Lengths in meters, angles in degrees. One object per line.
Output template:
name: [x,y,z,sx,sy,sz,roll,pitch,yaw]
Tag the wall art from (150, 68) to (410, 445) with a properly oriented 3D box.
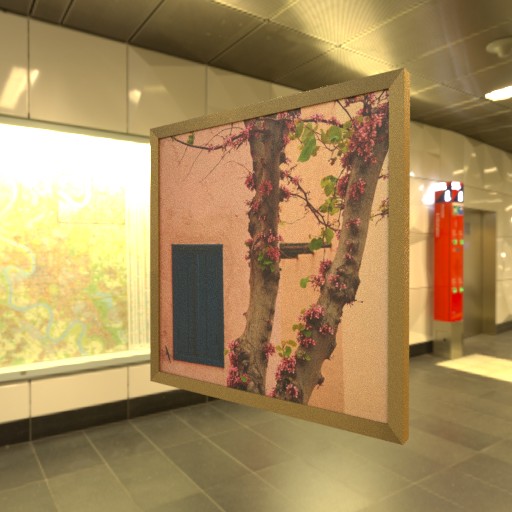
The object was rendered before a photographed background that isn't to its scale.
wall art: [0.000,0.000,1.133,0.762,0.762,0.038,0,1,36]
